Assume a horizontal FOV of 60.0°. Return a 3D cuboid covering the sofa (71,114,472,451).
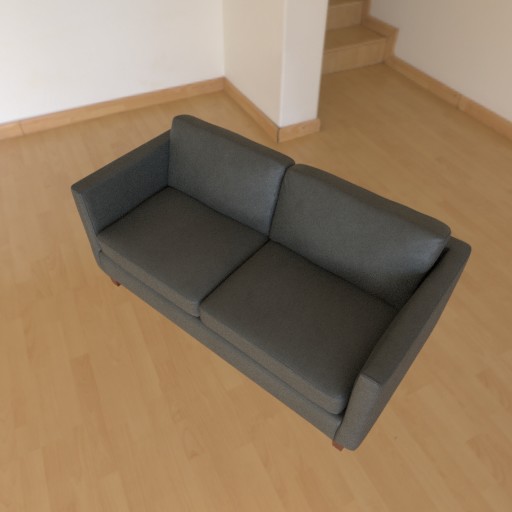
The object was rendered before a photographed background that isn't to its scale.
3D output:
[{"bbox_3d":[0.000,0.000,2.425,1.883,0.933,0.951,30,53,26],"label":"sofa"}]
